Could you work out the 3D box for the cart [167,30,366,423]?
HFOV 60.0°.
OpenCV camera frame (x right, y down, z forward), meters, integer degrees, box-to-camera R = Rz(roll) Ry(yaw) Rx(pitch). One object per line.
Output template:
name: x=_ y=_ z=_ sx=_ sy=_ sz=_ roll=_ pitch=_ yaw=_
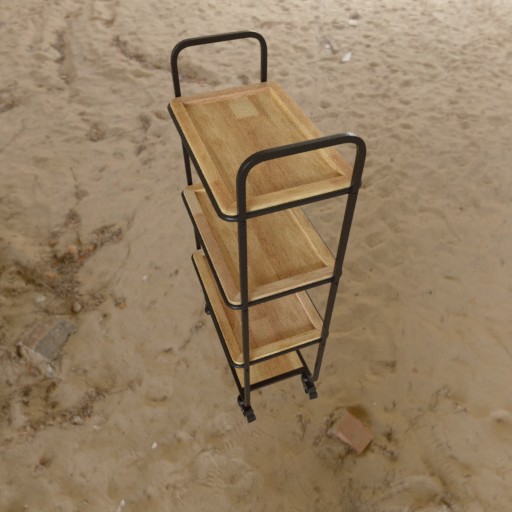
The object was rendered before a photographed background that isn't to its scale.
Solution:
cart: x=0.000 y=0.000 z=1.327 sx=0.321 sy=1.080 sz=0.545 roll=-15 pitch=49 yaw=-14
